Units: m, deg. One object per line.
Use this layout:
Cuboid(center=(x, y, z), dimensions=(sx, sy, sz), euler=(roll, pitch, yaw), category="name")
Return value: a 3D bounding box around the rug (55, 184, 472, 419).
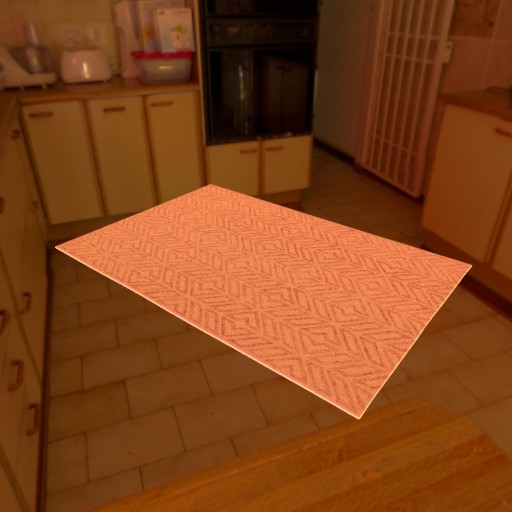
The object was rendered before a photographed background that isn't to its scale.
Cuboid(center=(0.000, 0.000, 2.329), dimensions=(1.828, 0.007, 1.220), euler=(22, 36, 33), category="rug")
